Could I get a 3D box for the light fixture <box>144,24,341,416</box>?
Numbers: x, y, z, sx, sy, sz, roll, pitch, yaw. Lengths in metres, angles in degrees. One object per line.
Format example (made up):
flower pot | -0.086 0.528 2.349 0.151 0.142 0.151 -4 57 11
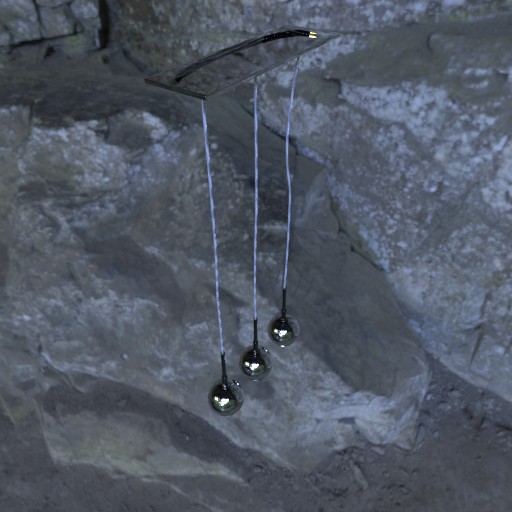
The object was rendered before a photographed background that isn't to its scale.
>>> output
light fixture | 0.000 0.000 1.625 0.188 1.408 0.623 25 46 26
